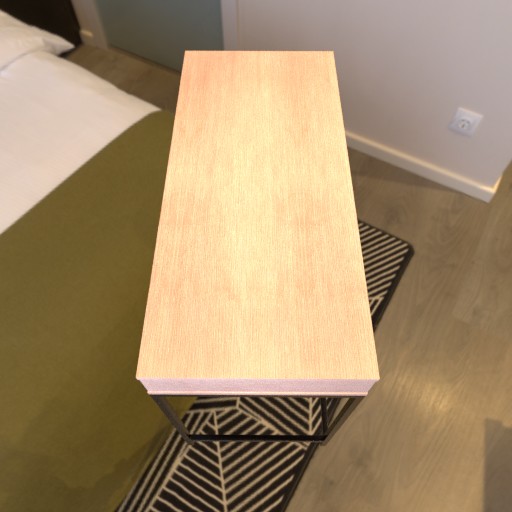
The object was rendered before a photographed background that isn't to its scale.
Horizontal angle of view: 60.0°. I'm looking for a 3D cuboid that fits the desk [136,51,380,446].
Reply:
[{"bbox_3d":[0.000,0.000,1.422,0.470,0.762,1.016,0,58,0],"label":"desk"}]
